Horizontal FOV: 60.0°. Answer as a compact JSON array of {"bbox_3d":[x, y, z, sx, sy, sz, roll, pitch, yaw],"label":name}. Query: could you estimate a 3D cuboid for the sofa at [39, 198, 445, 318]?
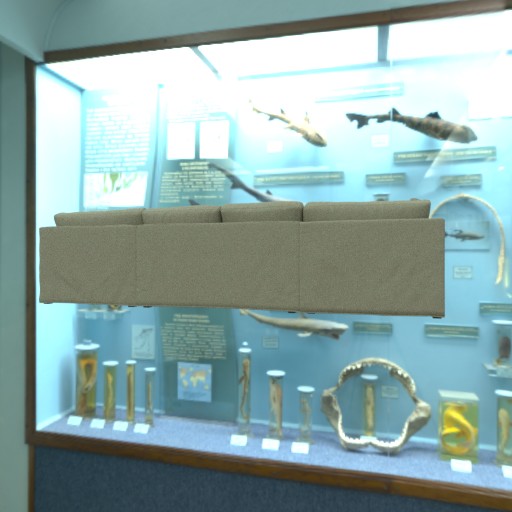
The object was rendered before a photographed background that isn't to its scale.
[{"bbox_3d":[0.000,0.000,4.687,3.460,0.882,2.427,0,0,17],"label":"sofa"}]
